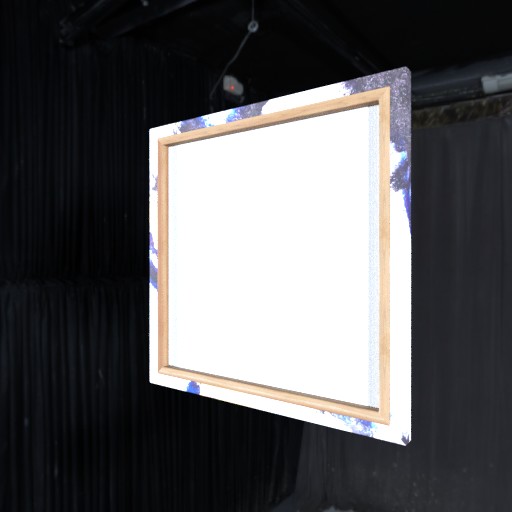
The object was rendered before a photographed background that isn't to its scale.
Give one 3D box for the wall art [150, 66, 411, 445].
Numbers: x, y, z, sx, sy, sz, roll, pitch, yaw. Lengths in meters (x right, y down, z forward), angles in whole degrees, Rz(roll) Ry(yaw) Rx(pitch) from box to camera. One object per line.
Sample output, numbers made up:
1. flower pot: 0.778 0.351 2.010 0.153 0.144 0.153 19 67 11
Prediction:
1. wall art: 0.000 0.000 1.304 0.887 0.885 0.038 0 0 36
